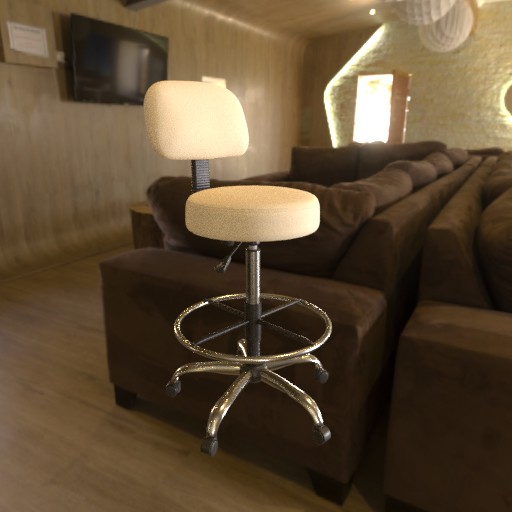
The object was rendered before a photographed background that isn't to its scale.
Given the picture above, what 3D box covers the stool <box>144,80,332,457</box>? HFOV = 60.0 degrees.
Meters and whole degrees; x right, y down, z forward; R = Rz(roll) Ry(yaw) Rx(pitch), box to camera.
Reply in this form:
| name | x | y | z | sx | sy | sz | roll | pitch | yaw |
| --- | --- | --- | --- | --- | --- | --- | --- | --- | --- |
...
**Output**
| name | x | y | z | sx | sy | sz | roll | pitch | yaw |
| --- | --- | --- | --- | --- | --- | --- | --- | --- | --- |
| stool | 0.000 | 0.000 | 1.415 | 0.616 | 1.080 | 0.609 | 15 | 22 | 43 |
